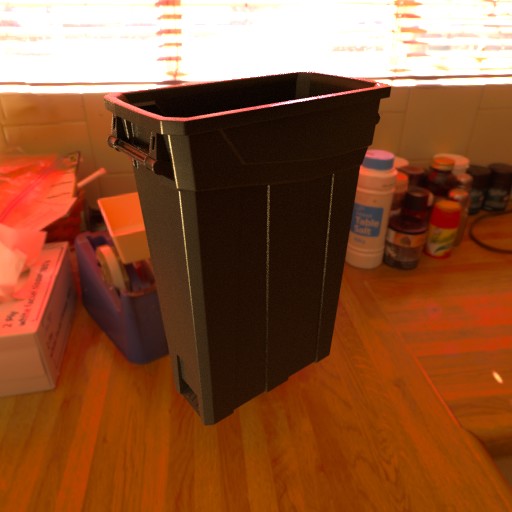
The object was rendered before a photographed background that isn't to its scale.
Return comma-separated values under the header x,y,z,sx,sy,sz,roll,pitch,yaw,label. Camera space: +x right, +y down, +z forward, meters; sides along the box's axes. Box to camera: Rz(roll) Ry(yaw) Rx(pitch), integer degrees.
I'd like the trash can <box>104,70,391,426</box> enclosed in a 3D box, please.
x,y,z,sx,sy,sz,roll,pitch,yaw,label
0.000,0.000,1.067,0.559,0.762,0.281,-21,36,-32,trash can
